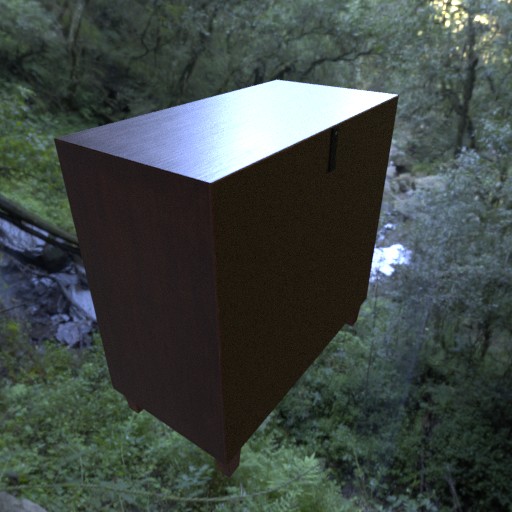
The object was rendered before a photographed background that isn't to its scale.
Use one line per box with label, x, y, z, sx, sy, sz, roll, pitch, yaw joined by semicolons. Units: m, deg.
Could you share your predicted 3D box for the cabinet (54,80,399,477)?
cabinet;0.000;0.000;1.244;0.412;0.785;0.796;20;37;30
